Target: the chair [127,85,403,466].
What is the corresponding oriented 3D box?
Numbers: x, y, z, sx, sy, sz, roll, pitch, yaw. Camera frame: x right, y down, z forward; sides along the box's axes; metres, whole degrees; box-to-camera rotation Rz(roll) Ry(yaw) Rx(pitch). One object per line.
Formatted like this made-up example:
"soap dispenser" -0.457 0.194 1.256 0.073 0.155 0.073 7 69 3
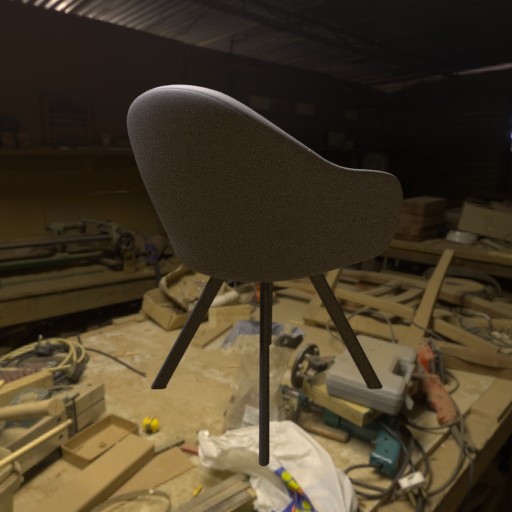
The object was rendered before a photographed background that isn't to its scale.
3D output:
"chair" 0.000 0.000 1.148 0.570 0.780 0.540 -12 17 -43
